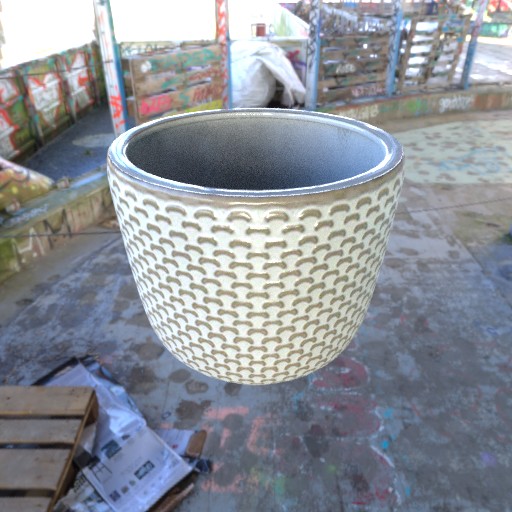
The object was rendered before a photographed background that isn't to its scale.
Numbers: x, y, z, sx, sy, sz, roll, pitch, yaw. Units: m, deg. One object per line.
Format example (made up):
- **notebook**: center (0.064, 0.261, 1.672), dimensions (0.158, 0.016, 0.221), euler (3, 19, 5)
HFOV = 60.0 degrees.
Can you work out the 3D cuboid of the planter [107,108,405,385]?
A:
- **planter**: center (0.000, 0.000, 0.303), dimensions (0.173, 0.160, 0.173), euler (0, 31, 0)
